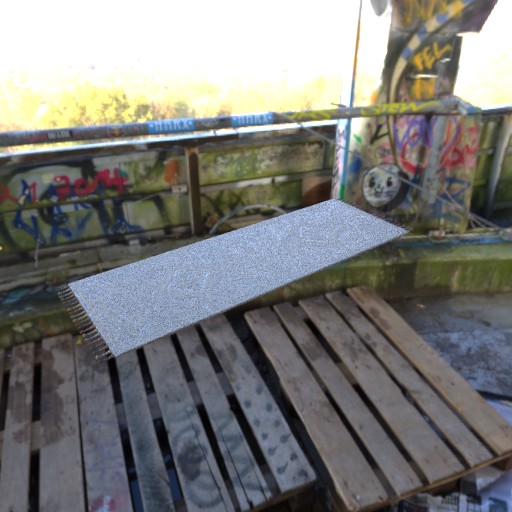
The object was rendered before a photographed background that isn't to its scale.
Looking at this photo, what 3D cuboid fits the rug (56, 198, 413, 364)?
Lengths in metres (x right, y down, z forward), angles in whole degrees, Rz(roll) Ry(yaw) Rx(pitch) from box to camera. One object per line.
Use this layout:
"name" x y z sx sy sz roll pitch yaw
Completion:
"rug" 0.000 0.000 2.821 2.378 0.018 1.324 -10 32 -17
